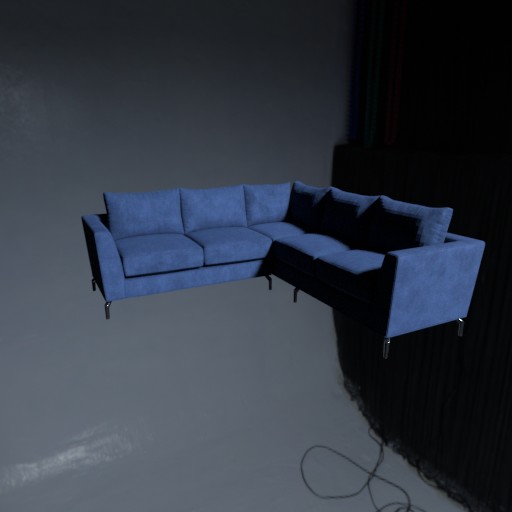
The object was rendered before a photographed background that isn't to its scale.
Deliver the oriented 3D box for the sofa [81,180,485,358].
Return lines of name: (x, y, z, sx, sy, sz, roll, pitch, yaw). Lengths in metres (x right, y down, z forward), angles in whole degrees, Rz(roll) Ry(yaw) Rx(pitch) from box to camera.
sofa: (0.000, 0.000, 3.769, 2.472, 0.988, 2.463, -8, 17, -26)
